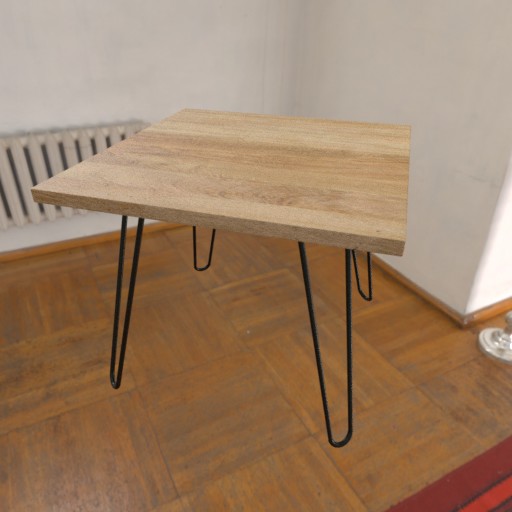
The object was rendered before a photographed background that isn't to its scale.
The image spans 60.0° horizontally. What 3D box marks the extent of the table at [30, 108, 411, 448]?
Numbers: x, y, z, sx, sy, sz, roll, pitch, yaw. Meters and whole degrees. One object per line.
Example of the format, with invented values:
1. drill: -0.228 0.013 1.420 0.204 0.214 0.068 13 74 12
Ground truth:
1. table: 0.000 0.000 1.031 0.599 0.500 0.599 9 32 15
